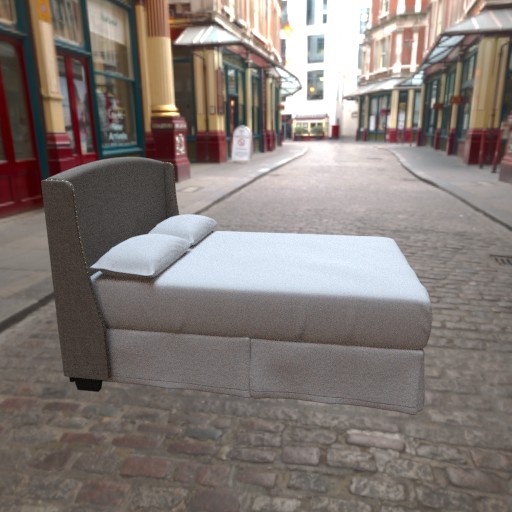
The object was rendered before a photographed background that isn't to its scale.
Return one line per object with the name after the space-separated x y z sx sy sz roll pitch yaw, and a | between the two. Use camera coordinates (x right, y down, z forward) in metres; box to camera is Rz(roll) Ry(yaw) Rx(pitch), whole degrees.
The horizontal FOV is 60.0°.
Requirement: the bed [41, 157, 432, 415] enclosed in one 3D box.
0.000 0.000 3.288 2.237 1.407 1.710 2 16 9 | bed
